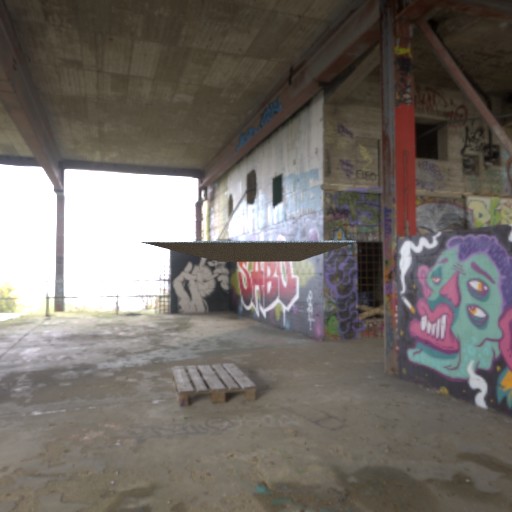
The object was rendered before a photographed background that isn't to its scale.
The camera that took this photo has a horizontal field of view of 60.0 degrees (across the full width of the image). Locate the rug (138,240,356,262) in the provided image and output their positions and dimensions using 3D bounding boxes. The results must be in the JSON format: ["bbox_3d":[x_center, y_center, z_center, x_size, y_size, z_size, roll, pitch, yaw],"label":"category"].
[{"bbox_3d":[0.000,0.000,2.614,0.688,0.008,2.443,0,-2,1],"label":"rug"}]
